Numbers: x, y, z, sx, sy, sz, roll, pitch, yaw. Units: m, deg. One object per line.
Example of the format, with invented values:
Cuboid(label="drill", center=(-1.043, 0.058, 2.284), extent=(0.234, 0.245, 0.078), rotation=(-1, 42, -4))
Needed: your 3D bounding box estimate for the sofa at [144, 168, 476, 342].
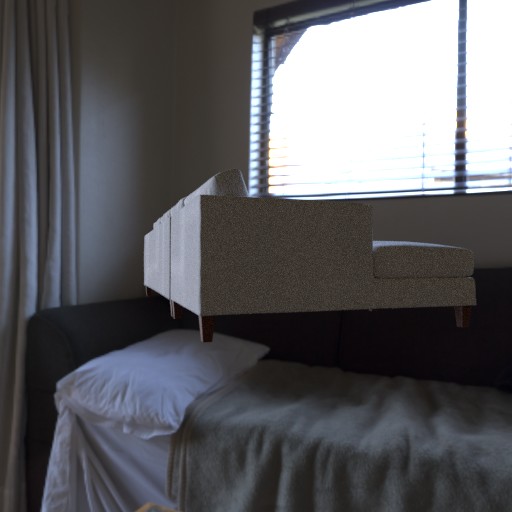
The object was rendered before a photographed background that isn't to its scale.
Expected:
Cuboid(label="sofa", center=(0.000, 0.000, 3.788), extent=(1.625, 0.861, 3.186), rotation=(0, -1, -18))
